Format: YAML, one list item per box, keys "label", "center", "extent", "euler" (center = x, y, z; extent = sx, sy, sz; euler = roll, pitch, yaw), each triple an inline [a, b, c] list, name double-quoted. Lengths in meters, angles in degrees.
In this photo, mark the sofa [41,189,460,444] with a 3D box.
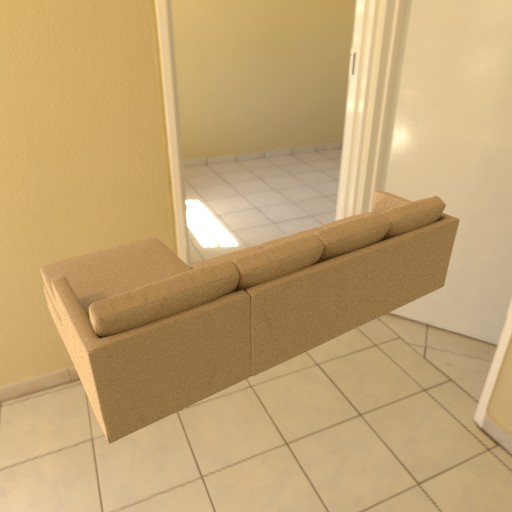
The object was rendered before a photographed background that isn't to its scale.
- label: "sofa"
  center: [0.000, 0.000, 3.765]
  extent: [3.177, 0.867, 1.622]
  euler: [-17, 33, -29]
